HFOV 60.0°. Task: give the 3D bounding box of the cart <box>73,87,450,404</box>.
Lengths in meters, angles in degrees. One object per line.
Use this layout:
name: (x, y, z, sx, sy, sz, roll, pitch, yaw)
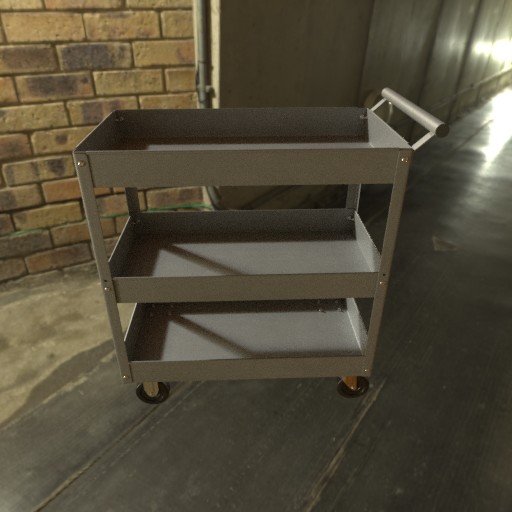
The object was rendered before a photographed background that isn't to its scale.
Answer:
cart: (0.000, 0.000, 1.177, 0.719, 0.780, 0.366, -1, 31, -2)
